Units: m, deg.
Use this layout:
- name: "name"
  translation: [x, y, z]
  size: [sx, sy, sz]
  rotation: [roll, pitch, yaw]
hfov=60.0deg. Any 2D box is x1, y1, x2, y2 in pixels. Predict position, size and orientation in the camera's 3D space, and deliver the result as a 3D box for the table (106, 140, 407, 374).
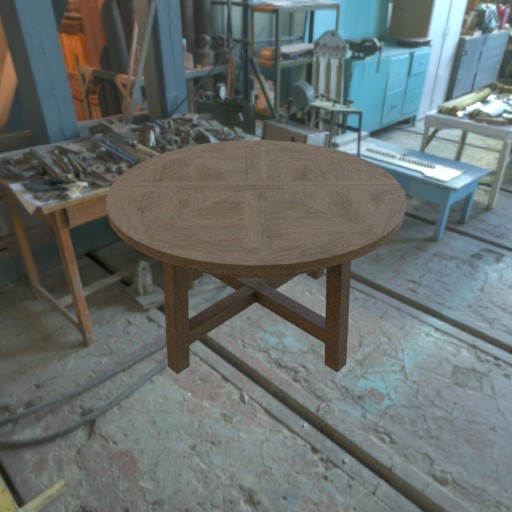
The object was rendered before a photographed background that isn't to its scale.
- name: "table"
  translation: [0.000, 0.000, 2.224]
  size: [1.319, 0.762, 1.319]
  rotation: [0, 32, 0]
